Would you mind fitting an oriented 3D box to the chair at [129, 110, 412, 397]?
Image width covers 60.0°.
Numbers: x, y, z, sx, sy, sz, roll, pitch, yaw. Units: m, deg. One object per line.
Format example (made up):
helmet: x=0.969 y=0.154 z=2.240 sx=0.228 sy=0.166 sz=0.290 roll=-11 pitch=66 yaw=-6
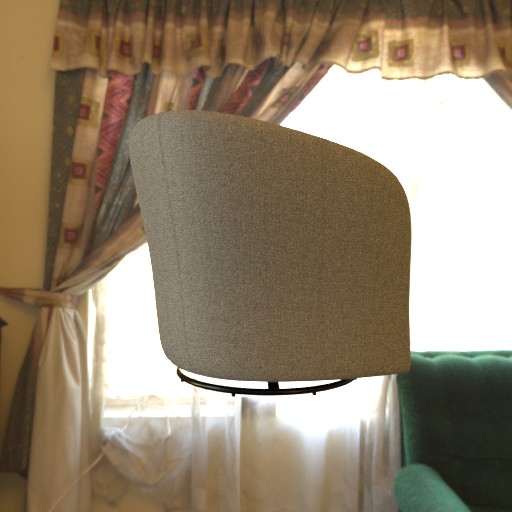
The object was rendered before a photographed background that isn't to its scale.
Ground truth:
chair: x=0.000 y=0.000 z=1.470 sx=0.815 sy=0.771 sz=0.791 roll=0 pitch=-1 yaw=-18
